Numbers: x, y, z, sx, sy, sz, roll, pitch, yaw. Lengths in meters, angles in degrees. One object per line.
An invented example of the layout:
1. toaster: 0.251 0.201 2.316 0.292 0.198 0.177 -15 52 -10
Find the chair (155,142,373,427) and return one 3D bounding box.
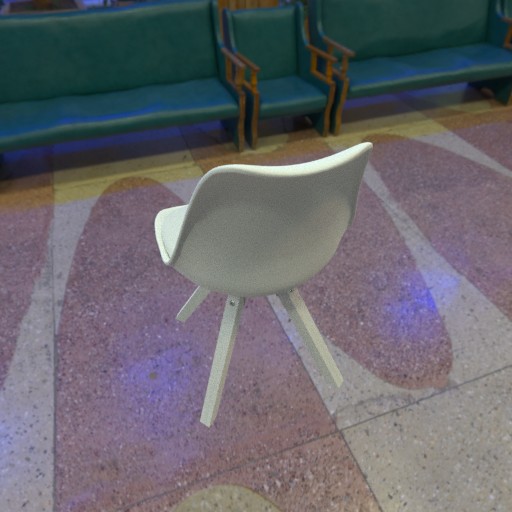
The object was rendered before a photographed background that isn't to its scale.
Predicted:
1. chair: 0.000 0.000 1.170 0.485 0.850 0.550 -12 43 -13
